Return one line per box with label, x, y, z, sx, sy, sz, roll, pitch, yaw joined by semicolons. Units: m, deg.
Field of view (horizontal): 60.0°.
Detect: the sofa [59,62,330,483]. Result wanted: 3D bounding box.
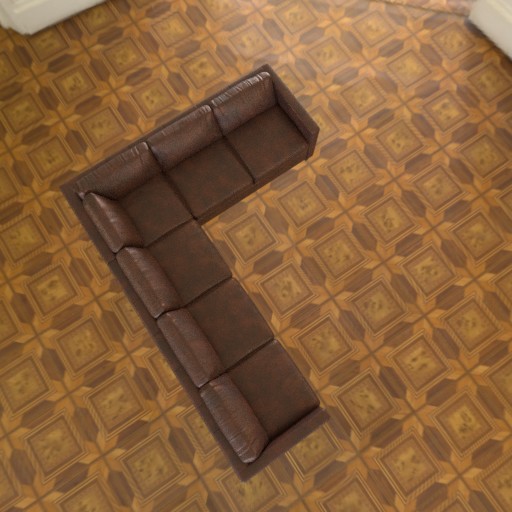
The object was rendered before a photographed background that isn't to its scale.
sofa;0.000;0.000;4.338;2.438;0.836;3.152;-34;79;-8
